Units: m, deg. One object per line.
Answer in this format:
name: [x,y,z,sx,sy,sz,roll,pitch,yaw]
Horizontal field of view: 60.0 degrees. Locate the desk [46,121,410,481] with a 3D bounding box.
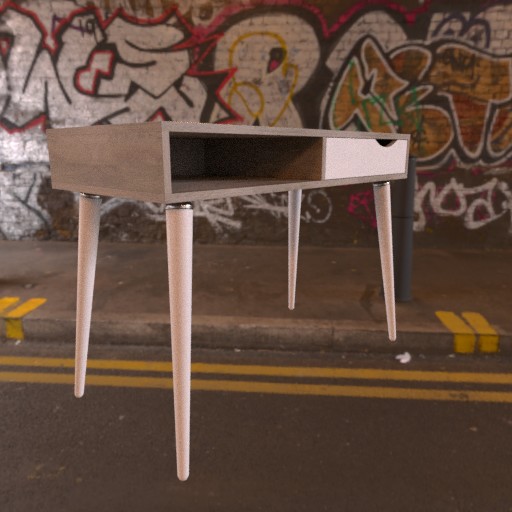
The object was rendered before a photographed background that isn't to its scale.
desk: [0.000,0.000,1.343,0.491,0.723,0.979,12,18,41]
